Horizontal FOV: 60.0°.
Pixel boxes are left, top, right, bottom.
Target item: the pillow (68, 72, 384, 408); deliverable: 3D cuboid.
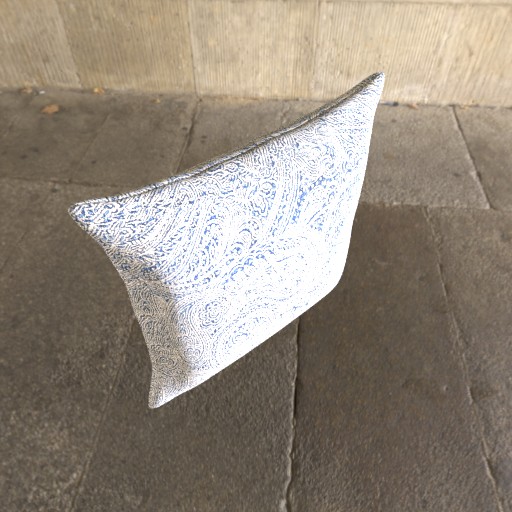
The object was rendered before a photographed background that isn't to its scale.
[{"bbox_3d":[0.000,0.000,0.770,0.523,0.510,0.166,-31,54,-26],"label":"pillow"}]
